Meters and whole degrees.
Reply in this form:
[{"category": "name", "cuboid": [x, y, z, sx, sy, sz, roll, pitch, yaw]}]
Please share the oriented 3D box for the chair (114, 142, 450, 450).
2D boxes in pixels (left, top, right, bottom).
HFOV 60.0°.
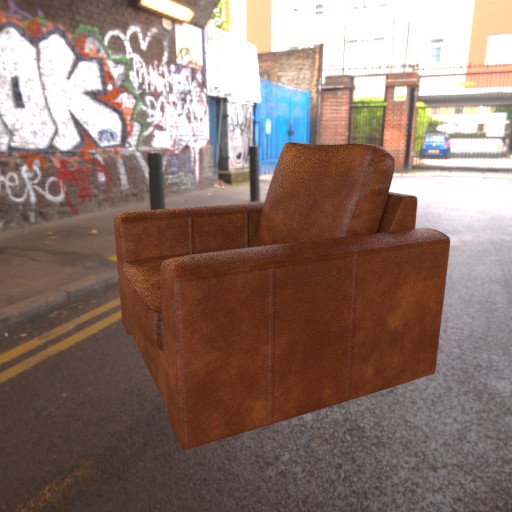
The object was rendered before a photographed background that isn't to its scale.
[{"category": "chair", "cuboid": [0.000, 0.000, 1.771, 1.016, 0.873, 1.005, -7, 17, -25]}]
